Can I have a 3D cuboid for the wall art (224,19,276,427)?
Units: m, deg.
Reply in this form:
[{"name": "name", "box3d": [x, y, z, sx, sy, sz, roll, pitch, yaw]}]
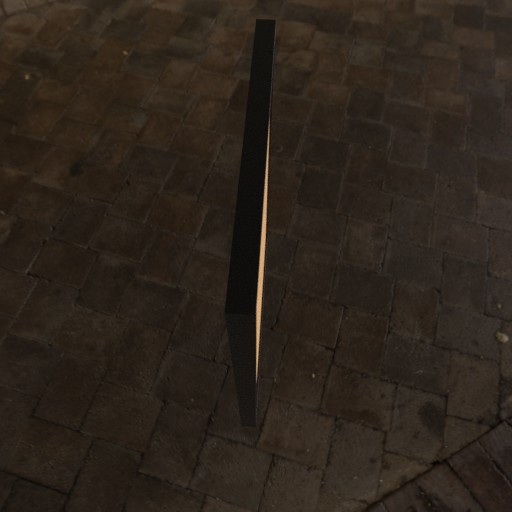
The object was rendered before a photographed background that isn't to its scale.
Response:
[{"name": "wall art", "box3d": [0.000, 0.000, 0.758, 0.029, 0.559, 0.457, 3, 59, 2]}]
